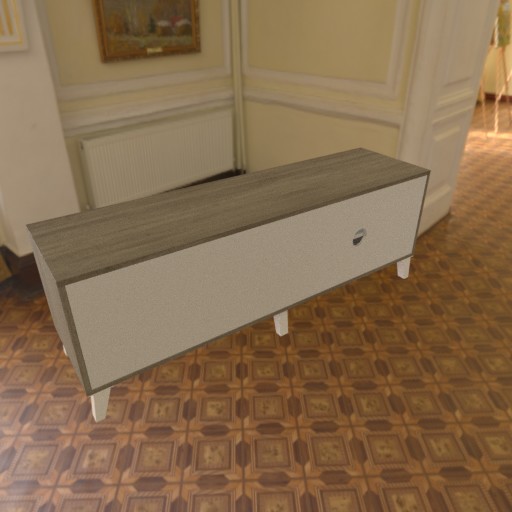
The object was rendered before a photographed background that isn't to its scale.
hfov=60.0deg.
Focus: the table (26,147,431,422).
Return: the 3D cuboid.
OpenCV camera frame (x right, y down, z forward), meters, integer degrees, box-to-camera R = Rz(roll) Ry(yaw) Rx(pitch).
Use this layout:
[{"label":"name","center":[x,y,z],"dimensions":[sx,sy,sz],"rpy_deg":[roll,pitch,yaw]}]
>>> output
[{"label":"table","center":[0.000,0.000,1.763],"dimensions":[1.500,0.530,0.400],"rpy_deg":[-19,35,-29]}]
